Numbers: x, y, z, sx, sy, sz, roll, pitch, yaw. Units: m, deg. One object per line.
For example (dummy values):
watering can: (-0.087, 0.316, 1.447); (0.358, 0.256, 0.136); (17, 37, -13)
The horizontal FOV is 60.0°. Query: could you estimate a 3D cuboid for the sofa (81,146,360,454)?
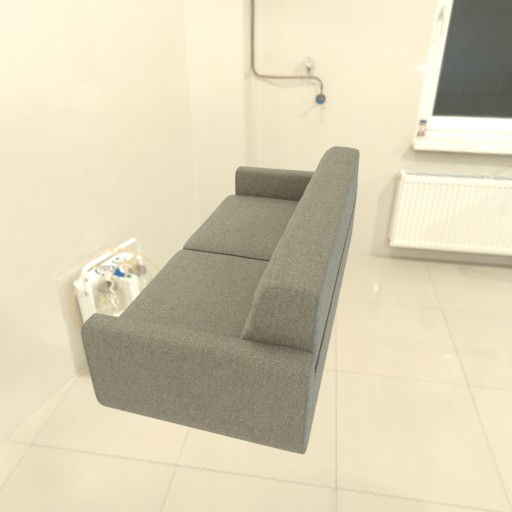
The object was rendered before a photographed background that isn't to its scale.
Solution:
sofa: (0.000, 0.000, 2.546); (0.968, 0.873, 2.055); (8, 31, 14)
